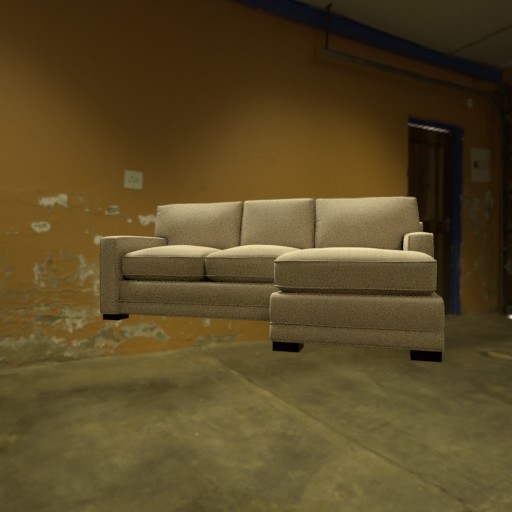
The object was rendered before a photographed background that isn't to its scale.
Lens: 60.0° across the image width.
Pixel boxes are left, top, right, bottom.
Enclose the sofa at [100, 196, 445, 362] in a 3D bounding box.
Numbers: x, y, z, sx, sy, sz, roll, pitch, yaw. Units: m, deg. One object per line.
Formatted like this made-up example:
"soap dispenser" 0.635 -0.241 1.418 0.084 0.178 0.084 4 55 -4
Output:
"sofa" 0.000 0.000 2.820 2.087 0.861 1.496 0 1 17
